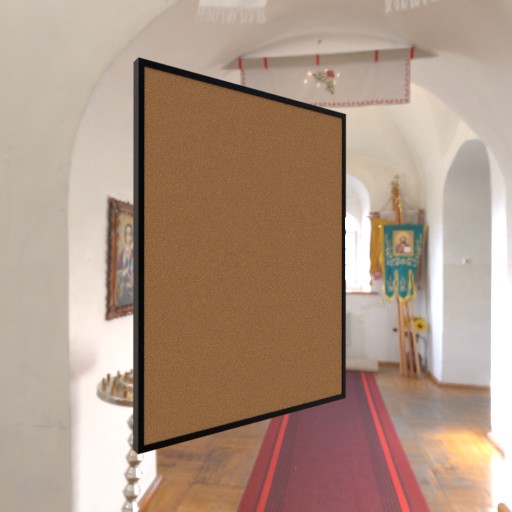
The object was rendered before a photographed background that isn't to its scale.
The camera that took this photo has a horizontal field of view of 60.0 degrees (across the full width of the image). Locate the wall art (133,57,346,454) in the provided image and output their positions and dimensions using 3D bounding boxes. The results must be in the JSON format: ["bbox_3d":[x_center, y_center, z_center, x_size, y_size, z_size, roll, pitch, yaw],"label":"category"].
[{"bbox_3d":[0.000,0.000,1.436,0.805,1.062,0.040,0,0,-36],"label":"wall art"}]
